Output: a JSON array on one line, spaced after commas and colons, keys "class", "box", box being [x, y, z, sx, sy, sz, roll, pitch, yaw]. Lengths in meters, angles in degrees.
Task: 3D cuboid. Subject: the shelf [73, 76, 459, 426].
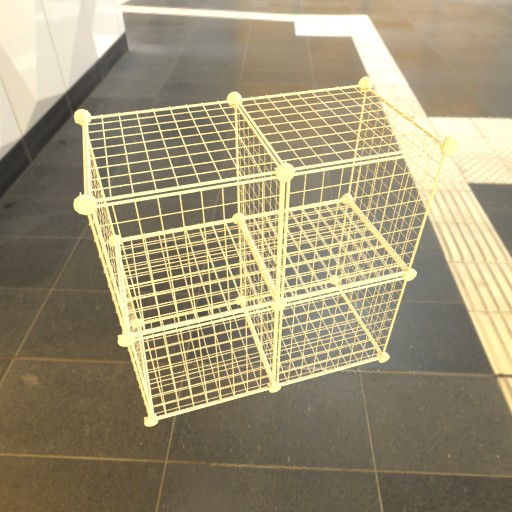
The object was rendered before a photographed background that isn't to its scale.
[{"class": "shelf", "box": [0.000, 0.000, 1.131, 0.711, 0.711, 0.356, -11, 42, -13]}]
